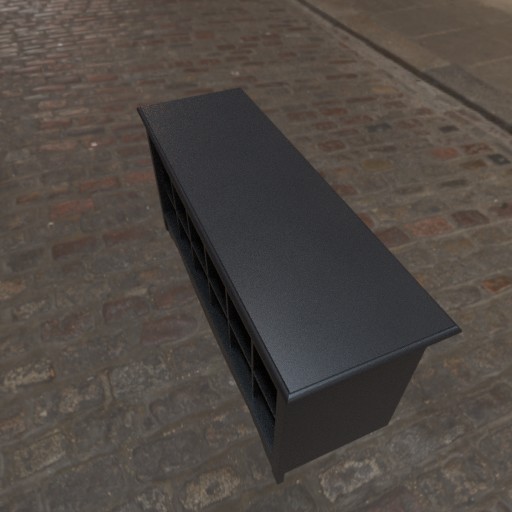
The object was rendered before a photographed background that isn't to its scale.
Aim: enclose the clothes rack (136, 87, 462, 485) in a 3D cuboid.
[{"bbox_3d":[0.000,0.000,1.445,0.406,0.556,1.219,-17,48,-16],"label":"clothes rack"}]
